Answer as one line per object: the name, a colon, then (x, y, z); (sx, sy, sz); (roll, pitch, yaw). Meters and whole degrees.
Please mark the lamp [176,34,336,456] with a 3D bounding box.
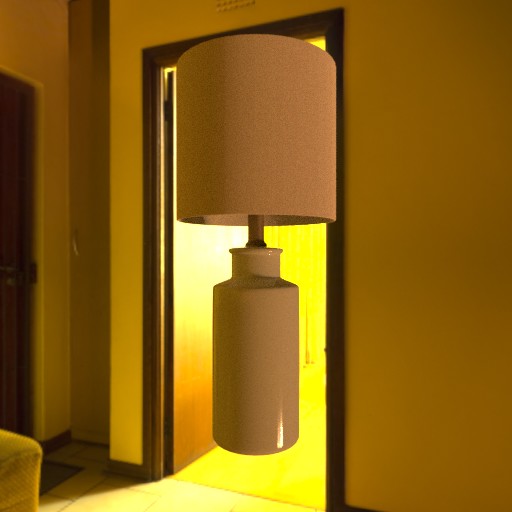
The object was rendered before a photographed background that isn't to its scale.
lamp: (0.000, 0.000, 0.597); (0.212, 0.493, 0.212); (0, 0, 1)
